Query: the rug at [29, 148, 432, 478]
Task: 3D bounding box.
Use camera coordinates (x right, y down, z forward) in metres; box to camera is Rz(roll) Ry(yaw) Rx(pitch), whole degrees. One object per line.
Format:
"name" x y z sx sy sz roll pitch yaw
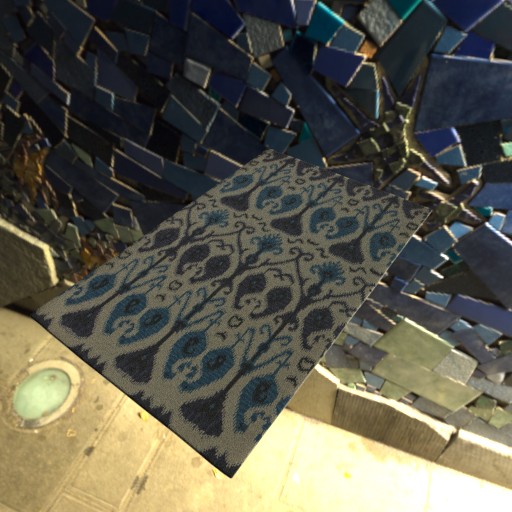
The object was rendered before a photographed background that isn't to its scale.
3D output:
"rug" 0.000 0.000 2.082 1.072 0.013 1.698 27 49 26
